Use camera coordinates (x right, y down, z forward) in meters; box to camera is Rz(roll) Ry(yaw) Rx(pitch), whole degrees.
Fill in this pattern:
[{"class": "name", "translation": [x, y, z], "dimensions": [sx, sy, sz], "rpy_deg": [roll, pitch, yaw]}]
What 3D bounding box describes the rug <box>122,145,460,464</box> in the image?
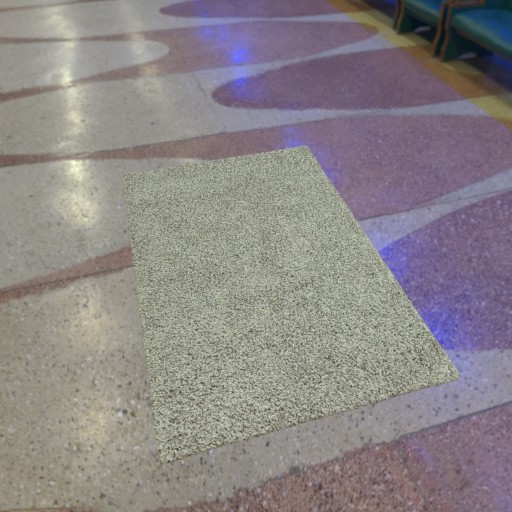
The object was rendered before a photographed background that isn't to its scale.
[{"class": "rug", "translation": [0.000, 0.000, 2.269], "dimensions": [1.219, 0.030, 1.778], "rpy_deg": [-12, 47, -11]}]
